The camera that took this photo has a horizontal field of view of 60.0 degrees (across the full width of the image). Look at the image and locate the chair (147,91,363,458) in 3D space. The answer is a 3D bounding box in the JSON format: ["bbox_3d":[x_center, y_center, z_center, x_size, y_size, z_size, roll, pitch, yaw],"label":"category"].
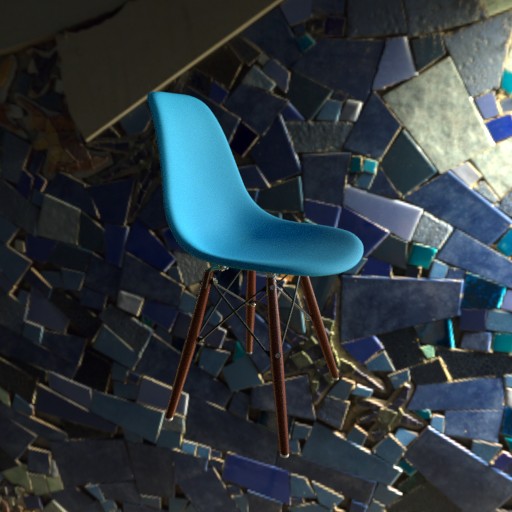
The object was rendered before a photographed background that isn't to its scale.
[{"bbox_3d":[0.000,0.000,1.163,0.533,0.826,0.470,8,17,26],"label":"chair"}]
